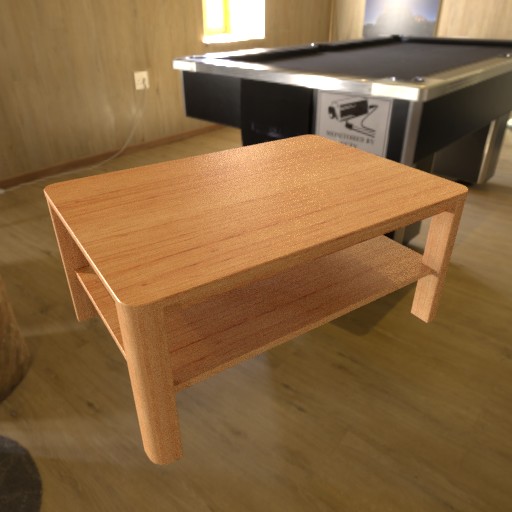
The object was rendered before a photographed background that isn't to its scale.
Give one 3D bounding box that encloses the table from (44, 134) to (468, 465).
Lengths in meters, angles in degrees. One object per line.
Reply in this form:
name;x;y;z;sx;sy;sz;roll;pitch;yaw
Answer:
table;0.000;0.000;1.353;0.997;0.445;0.696;-19;35;-29
